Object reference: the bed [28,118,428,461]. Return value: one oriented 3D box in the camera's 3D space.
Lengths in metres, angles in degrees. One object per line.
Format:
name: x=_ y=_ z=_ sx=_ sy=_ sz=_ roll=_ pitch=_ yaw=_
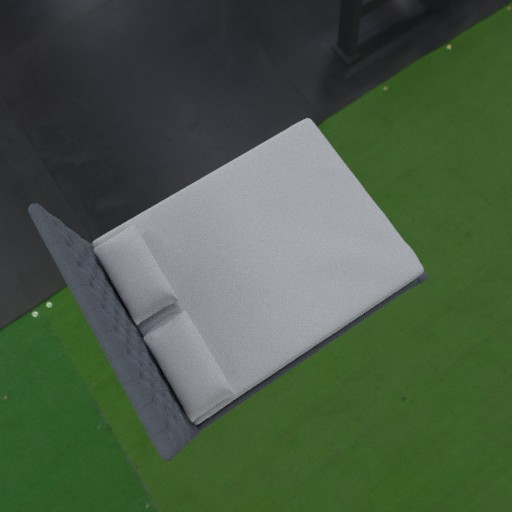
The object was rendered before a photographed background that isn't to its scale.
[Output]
bed: x=0.000 y=0.000 z=3.304 sx=2.231 sy=1.427 sz=1.698 roll=-32 pitch=77 yaw=-8
